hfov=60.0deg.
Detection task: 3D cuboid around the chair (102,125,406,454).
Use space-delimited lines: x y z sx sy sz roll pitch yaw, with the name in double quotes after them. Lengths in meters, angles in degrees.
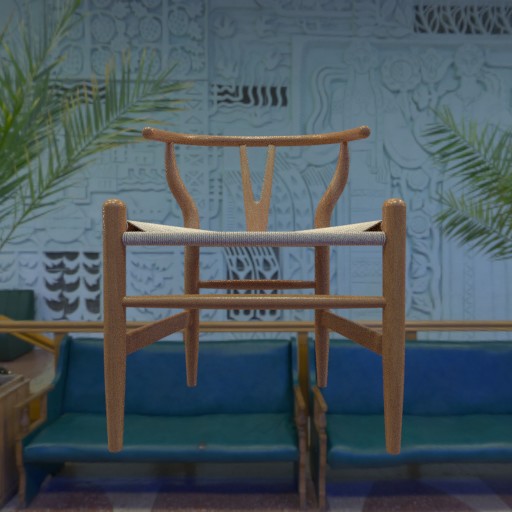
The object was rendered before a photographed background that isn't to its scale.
0.000 0.000 1.102 0.569 0.730 0.579 0 1 1 "chair"
